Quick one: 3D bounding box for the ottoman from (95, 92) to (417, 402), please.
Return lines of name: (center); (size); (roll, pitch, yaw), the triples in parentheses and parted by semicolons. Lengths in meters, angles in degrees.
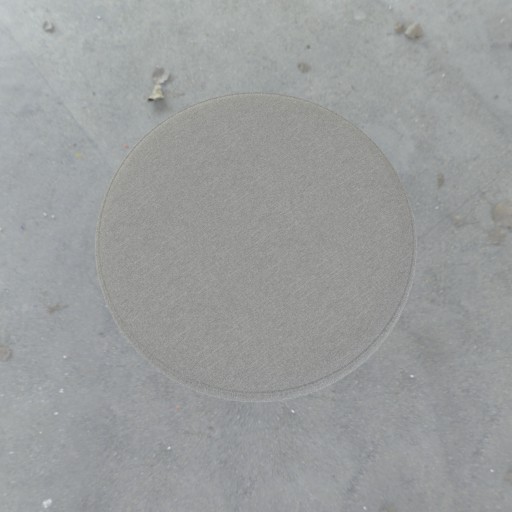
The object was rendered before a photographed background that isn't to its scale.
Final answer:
ottoman: (0.000, 0.000, 0.990); (0.608, 0.433, 0.608); (0, 75, 0)
